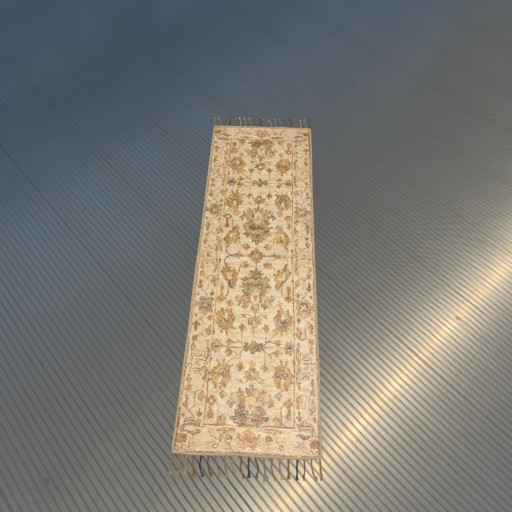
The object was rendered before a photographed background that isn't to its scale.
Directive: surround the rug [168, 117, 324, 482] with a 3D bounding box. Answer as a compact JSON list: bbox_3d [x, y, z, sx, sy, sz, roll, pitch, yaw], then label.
[{"bbox_3d":[0.000,0.000,2.691,0.729,0.021,2.438,2,58,1],"label":"rug"}]
